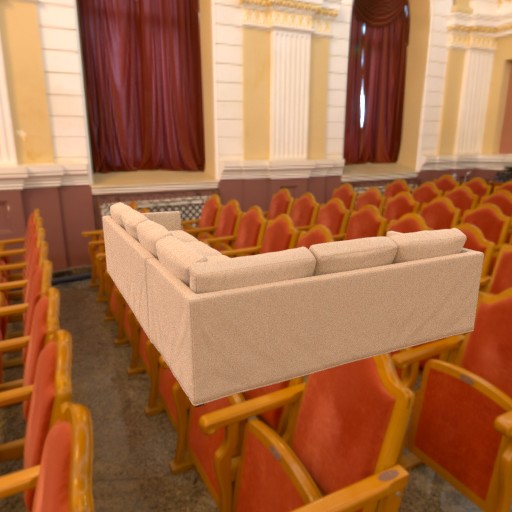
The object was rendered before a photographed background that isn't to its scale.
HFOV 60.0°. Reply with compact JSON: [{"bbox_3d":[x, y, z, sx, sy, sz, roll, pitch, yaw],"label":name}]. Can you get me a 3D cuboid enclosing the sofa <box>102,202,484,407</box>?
[{"bbox_3d":[0.000,0.000,4.376,2.432,0.871,3.182,-7,16,-26],"label":"sofa"}]
